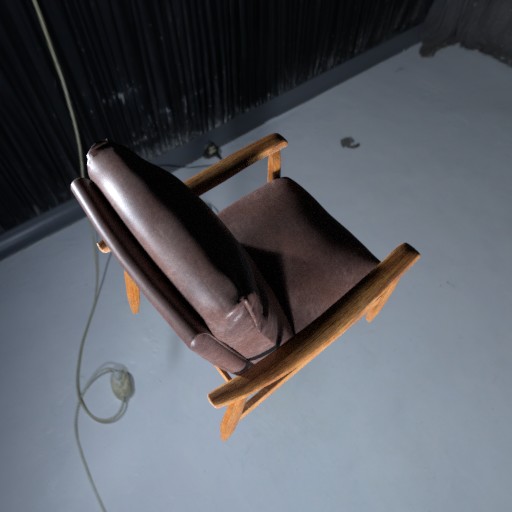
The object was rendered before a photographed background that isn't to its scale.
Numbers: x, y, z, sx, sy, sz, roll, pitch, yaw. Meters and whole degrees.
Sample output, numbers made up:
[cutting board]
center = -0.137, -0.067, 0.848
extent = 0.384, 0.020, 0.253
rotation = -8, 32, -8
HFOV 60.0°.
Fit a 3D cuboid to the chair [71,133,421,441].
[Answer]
[chair]
center = 0.000, 0.000, 1.507
extent = 0.830, 0.897, 0.782
rotation = -34, 63, -19
